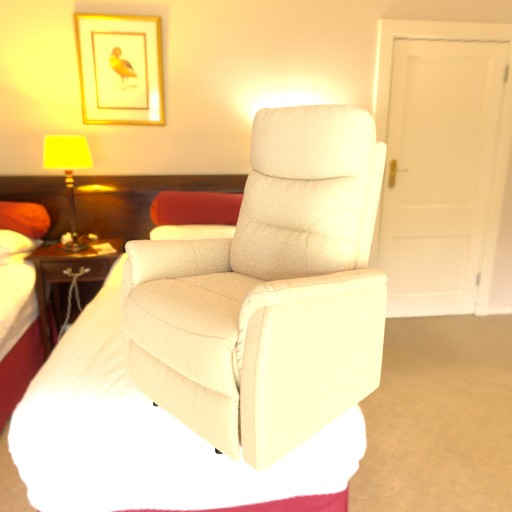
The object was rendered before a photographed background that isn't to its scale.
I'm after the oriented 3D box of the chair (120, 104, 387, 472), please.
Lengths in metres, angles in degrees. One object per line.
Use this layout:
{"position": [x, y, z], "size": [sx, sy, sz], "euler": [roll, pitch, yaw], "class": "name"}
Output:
{"position": [0.000, 0.000, 1.634], "size": [0.831, 1.082, 0.775], "euler": [-14, 21, -43], "class": "chair"}
